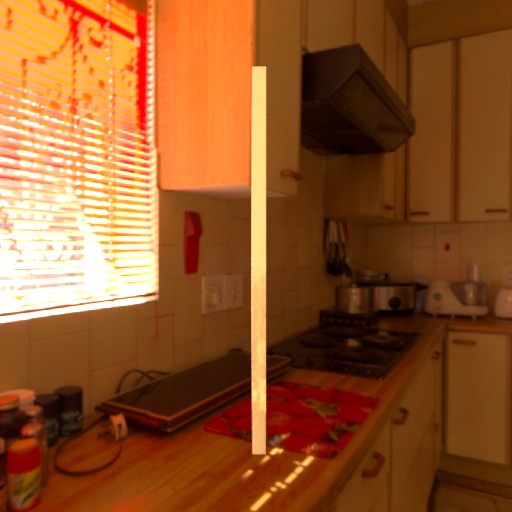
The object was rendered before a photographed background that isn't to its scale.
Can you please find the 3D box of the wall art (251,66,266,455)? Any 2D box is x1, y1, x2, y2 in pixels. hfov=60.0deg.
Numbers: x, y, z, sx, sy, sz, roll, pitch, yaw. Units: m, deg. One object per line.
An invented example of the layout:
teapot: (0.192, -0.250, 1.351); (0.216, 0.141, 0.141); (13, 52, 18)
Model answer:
wall art: (0.000, 0.000, 1.914); (0.038, 1.012, 1.525); (0, 1, -1)
